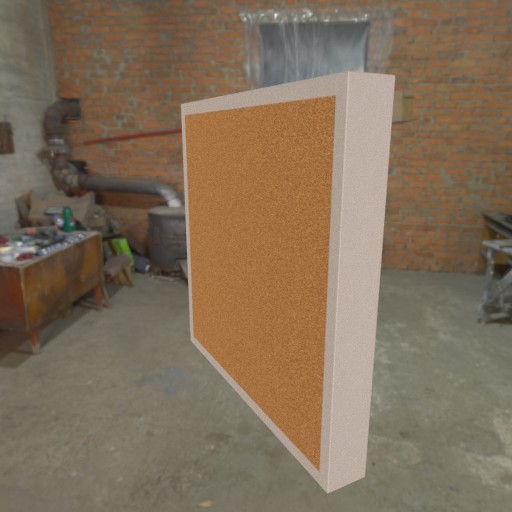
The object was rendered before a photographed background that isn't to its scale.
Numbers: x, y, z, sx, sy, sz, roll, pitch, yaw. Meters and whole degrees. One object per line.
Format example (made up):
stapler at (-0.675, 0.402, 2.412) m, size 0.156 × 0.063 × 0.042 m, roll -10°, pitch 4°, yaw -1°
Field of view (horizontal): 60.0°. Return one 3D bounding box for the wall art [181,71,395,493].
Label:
wall art at (0.000, 0.000, 0.442) m, size 0.038 × 0.305 × 0.305 m, roll -8°, pitch 17°, yaw -27°
